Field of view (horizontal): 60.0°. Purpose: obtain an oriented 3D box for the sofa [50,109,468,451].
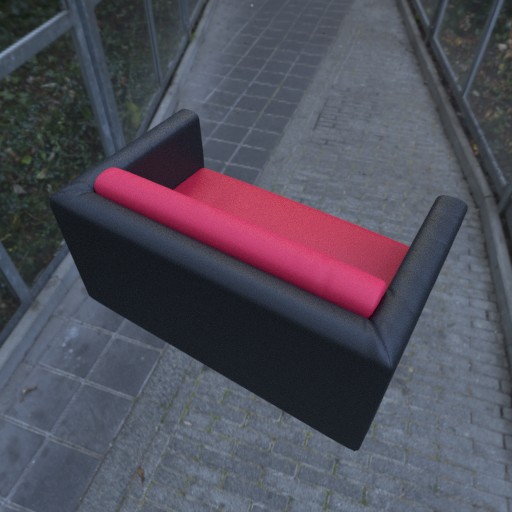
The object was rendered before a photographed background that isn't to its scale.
[{"bbox_3d":[0.000,0.000,1.925,1.410,0.735,0.845,24,51,21],"label":"sofa"}]
